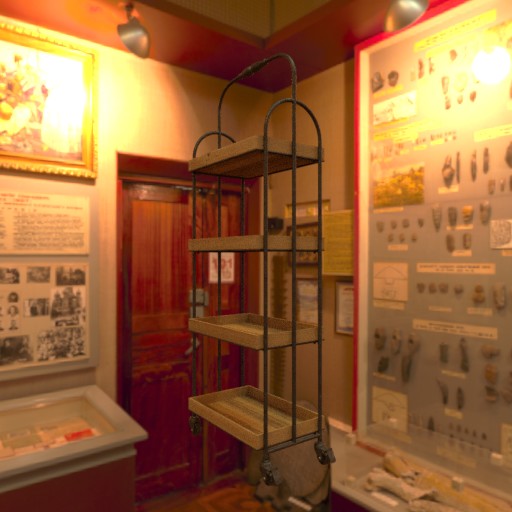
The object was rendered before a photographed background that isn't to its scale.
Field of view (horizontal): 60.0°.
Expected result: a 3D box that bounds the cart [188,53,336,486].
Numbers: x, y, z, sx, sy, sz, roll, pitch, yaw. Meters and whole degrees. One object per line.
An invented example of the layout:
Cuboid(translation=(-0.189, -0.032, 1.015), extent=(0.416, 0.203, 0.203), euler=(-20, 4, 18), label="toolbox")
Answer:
Cuboid(translation=(0.000, 0.000, 1.702), extent=(0.308, 1.481, 0.581), euler=(0, 0, -36), label="cart")
